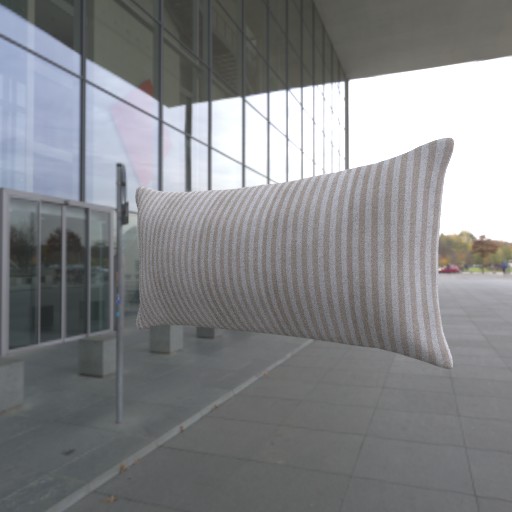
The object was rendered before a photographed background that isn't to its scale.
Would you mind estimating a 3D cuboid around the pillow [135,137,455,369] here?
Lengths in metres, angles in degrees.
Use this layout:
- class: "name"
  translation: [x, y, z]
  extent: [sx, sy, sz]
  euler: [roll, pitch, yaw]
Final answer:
- class: "pillow"
  translation: [0.000, 0.000, 0.737]
  extent: [0.617, 0.295, 0.151]
  euler: [-1, -1, 36]
